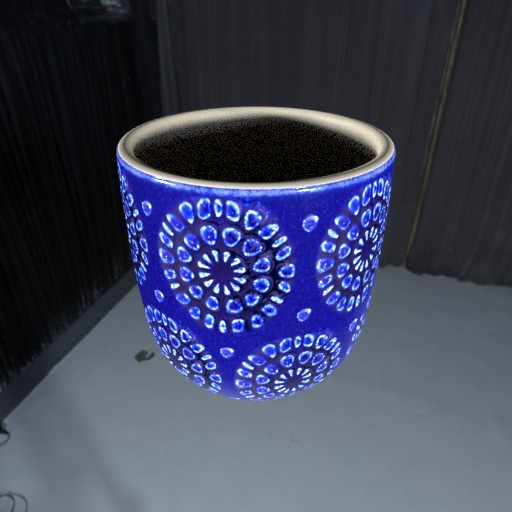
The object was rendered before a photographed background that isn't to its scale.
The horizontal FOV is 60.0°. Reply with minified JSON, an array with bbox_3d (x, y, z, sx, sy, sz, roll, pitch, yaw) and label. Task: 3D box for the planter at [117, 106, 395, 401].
[{"bbox_3d":[0.000,0.000,0.205,0.109,0.112,0.109,0,31,0],"label":"planter"}]
